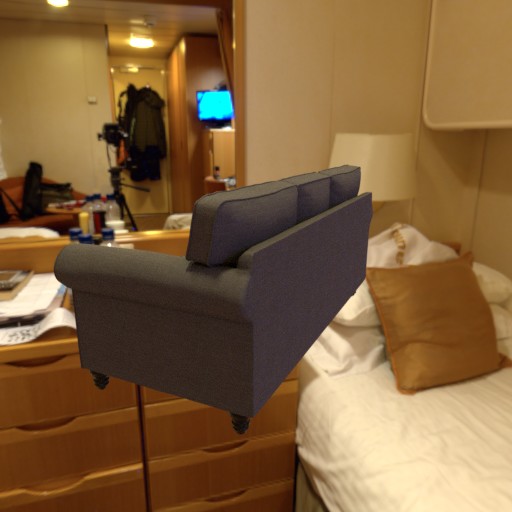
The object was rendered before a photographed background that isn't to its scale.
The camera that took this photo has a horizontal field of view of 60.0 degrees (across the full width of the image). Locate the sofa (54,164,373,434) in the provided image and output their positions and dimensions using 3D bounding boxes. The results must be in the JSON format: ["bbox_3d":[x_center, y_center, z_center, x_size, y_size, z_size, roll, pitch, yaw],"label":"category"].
[{"bbox_3d":[0.000,0.000,2.586,0.909,0.966,2.084,7,17,25],"label":"sofa"}]
